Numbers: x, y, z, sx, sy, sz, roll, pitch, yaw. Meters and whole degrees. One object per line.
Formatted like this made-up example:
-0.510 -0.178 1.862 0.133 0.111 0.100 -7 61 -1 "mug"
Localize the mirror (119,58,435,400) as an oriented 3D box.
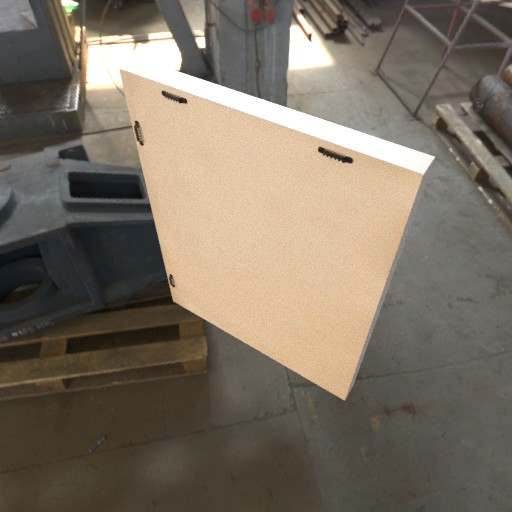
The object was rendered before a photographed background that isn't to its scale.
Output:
0.000 0.000 0.696 0.405 0.508 0.041 26 53 22 "mirror"
